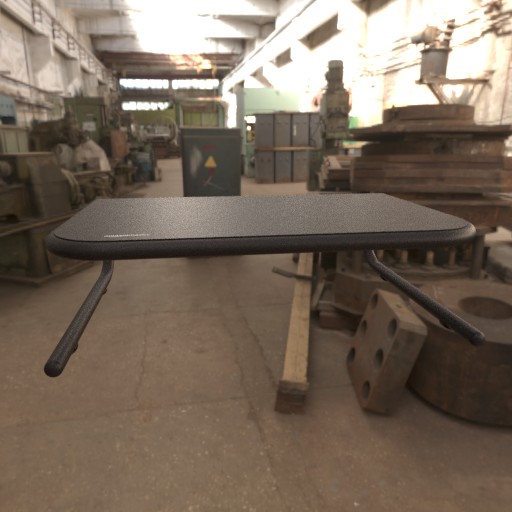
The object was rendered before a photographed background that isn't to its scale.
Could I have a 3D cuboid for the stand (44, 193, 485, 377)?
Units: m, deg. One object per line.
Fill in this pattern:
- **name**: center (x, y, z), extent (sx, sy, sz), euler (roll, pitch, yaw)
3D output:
- **stand**: center (0.000, 0.000, 0.483), extent (0.370, 0.108, 0.280), euler (-2, 16, -8)
